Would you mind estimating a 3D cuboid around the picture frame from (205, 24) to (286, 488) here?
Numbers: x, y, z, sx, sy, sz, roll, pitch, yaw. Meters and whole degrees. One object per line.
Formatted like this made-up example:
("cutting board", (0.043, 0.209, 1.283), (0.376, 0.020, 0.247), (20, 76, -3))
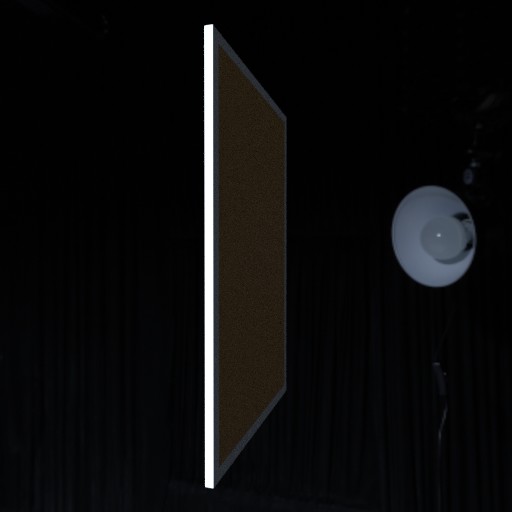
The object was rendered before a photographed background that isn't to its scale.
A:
("picture frame", (0.000, 0.000, 0.848), (0.013, 0.657, 0.457), (0, 1, 17))
